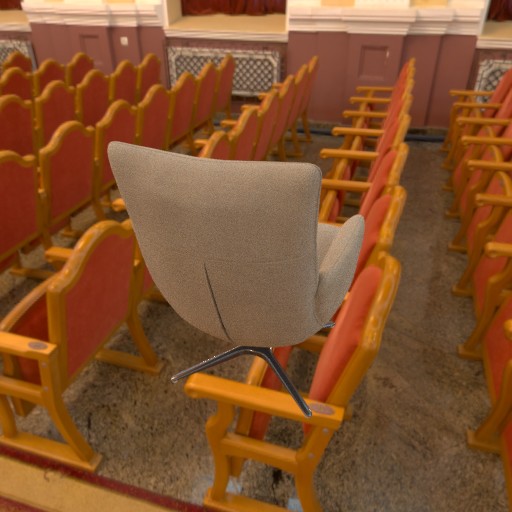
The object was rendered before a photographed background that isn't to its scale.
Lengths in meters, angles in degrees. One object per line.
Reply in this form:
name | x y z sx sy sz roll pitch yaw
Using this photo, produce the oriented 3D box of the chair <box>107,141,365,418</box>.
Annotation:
chair | 0.000 0.000 1.595 0.711 1.016 0.889 10 33 15
